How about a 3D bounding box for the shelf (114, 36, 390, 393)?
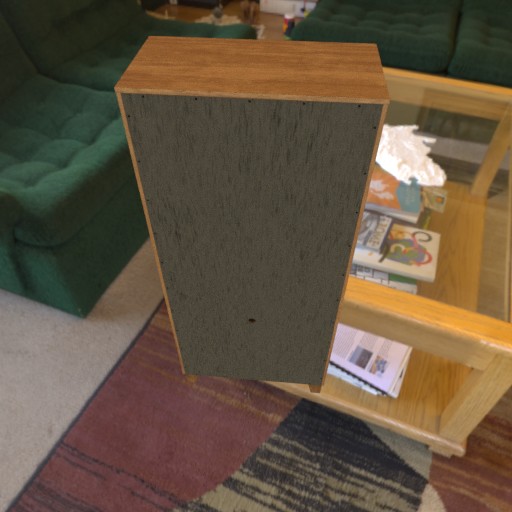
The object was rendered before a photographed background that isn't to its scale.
[{"bbox_3d":[0.000,0.000,2.232,0.864,1.930,0.453,4,46,4],"label":"shelf"}]
